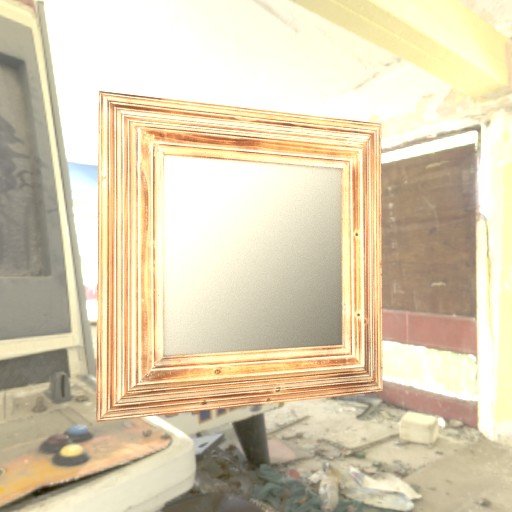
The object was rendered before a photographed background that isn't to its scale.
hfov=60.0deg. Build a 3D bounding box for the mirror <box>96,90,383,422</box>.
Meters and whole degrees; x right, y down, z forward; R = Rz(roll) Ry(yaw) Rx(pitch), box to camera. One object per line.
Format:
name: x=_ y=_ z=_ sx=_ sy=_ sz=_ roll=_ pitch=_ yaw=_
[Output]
mirror: x=0.000 y=0.000 z=1.192 sx=0.804 sy=0.804 sz=0.061 roll=0 pitch=-1 yaw=-18
